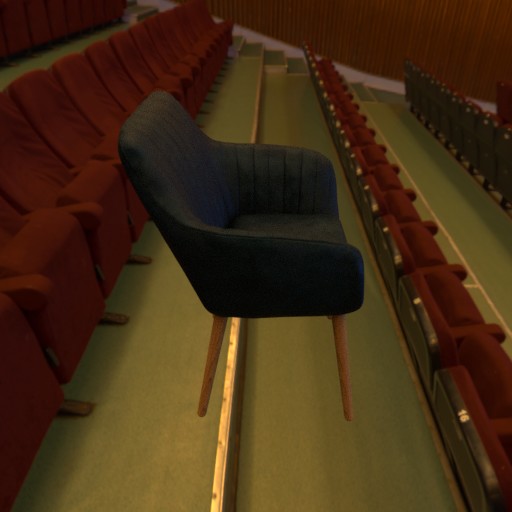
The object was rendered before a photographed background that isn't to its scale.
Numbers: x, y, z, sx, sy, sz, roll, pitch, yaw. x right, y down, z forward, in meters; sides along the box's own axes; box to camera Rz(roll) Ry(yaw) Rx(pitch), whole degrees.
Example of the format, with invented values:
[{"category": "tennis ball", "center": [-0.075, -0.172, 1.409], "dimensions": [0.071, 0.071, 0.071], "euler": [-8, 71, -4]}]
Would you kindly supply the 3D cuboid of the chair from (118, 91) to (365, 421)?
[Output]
[{"category": "chair", "center": [0.000, 0.000, 1.252], "dimensions": [0.573, 0.826, 0.578], "euler": [1, 33, 1]}]
